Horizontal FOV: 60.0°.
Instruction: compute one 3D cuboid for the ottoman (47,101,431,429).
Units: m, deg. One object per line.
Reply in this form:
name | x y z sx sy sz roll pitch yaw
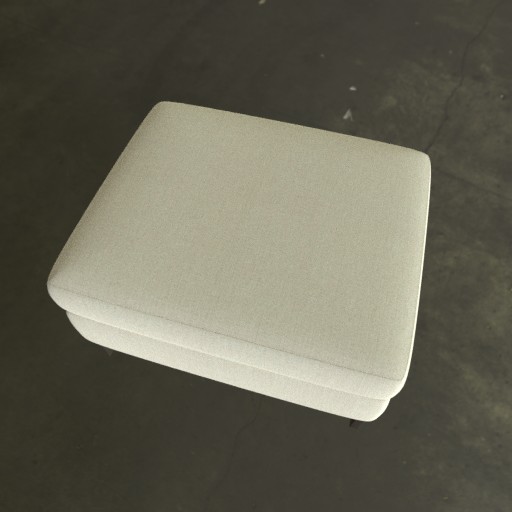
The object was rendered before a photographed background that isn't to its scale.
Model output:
ottoman | 0.000 0.000 1.194 0.794 0.453 0.657 14 59 9
